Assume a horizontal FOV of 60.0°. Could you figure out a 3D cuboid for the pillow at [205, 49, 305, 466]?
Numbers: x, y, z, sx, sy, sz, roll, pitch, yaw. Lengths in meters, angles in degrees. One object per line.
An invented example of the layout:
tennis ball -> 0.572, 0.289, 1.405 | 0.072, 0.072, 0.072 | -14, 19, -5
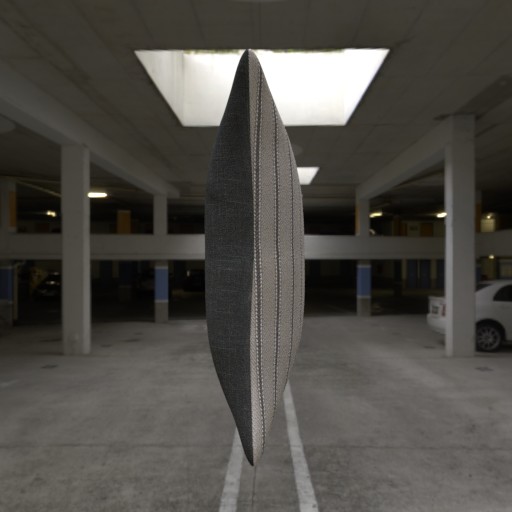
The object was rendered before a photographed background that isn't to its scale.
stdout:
pillow -> 0.000, 0.000, 0.688 | 0.138, 0.444, 0.468 | 0, 0, 1
